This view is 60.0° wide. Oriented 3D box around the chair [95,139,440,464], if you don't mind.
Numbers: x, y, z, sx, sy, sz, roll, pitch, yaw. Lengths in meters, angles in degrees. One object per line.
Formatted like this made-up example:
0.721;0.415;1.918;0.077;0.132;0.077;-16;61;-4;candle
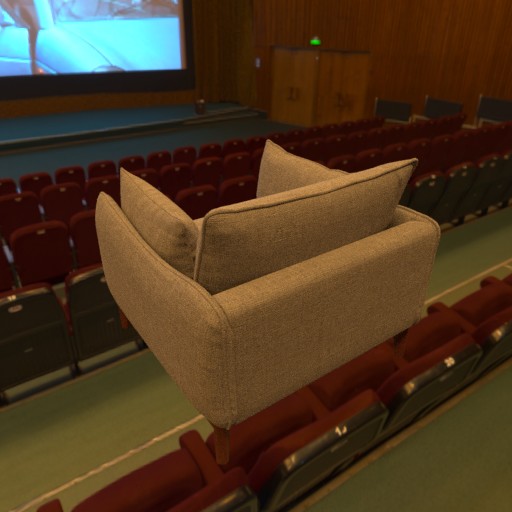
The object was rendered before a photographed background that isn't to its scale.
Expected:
0.000;0.000;1.738;0.993;0.839;0.976;-19;35;-30;chair
